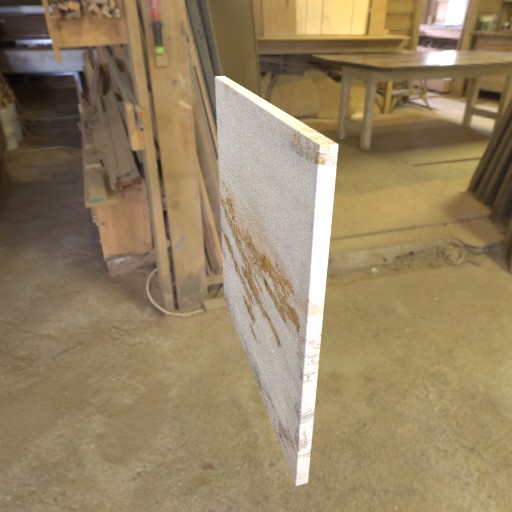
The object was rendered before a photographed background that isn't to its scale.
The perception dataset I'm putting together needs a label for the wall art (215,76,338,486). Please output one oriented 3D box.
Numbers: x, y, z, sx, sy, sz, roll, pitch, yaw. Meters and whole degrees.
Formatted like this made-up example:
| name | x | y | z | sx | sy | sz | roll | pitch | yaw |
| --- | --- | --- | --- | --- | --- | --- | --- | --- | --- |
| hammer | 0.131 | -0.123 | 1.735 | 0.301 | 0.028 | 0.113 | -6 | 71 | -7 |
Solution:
| name | x | y | z | sx | sy | sz | roll | pitch | yaw |
| --- | --- | --- | --- | --- | --- | --- | --- | --- | --- |
| wall art | 0.000 | 0.000 | 1.503 | 0.040 | 1.018 | 1.015 | -8 | 30 | -14 |
